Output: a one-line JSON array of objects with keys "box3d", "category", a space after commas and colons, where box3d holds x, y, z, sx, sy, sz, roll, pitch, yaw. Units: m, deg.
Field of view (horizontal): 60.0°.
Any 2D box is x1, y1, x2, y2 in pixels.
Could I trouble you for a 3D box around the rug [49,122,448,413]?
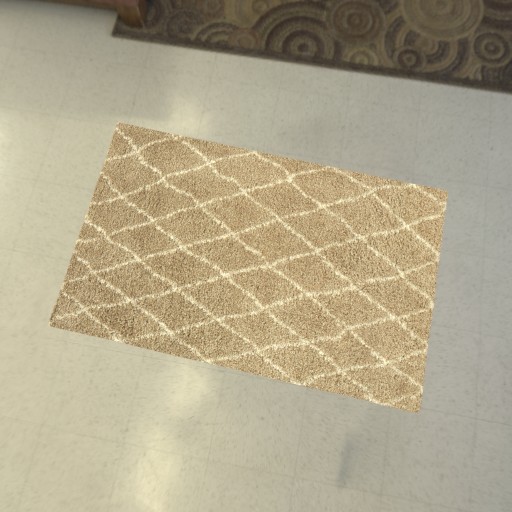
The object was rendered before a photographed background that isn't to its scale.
[{"box3d": [0.000, 0.000, 3.011, 2.438, 0.030, 1.524, 13, 76, 3], "category": "rug"}]
